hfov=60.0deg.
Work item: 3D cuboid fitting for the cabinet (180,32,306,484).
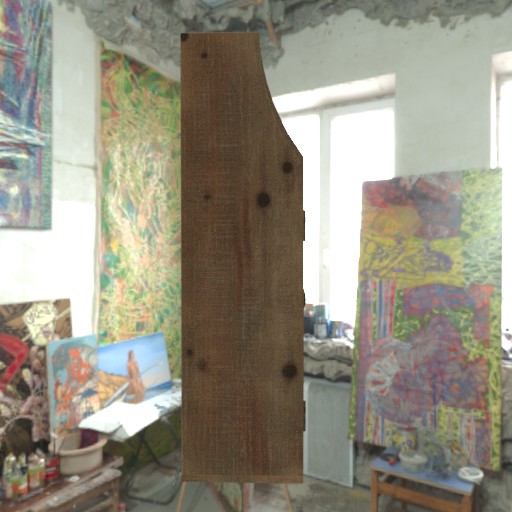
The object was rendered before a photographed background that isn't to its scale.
[{"bbox_3d":[0.000,0.000,0.824,0.184,0.590,0.489,0,1,2],"label":"cabinet"}]
